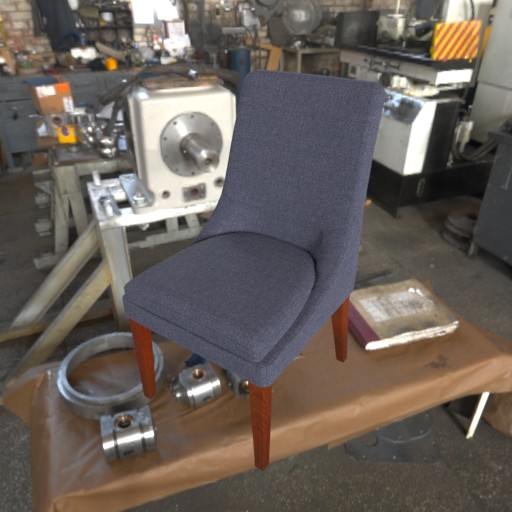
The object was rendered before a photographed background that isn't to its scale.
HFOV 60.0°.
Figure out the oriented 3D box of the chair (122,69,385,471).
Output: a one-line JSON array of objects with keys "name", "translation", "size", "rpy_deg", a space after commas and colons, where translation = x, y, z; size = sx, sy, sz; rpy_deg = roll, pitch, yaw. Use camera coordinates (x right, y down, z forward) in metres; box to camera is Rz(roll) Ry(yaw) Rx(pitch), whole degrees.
[{"name": "chair", "translation": [0.000, 0.000, 1.345], "size": [0.508, 0.952, 0.655], "rpy_deg": [20, 36, 29]}]
